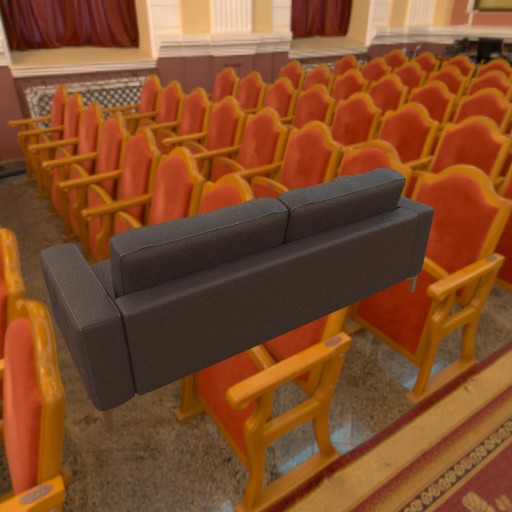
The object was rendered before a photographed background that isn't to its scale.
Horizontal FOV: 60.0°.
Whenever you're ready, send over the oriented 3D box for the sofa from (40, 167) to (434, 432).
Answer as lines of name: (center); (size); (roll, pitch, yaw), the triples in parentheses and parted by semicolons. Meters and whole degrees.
sofa: (0.000, 0.000, 2.695); (2.275, 0.893, 0.833); (-18, 34, -29)
